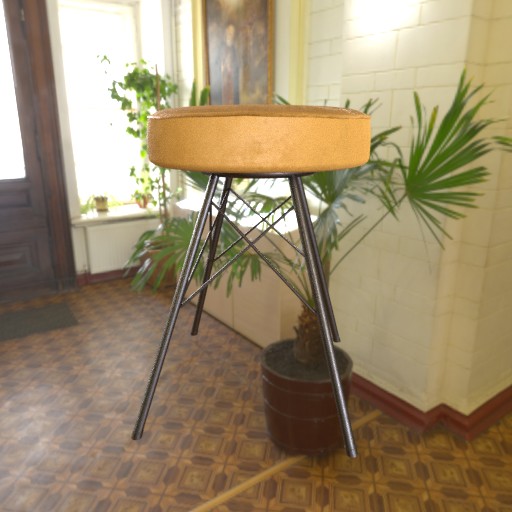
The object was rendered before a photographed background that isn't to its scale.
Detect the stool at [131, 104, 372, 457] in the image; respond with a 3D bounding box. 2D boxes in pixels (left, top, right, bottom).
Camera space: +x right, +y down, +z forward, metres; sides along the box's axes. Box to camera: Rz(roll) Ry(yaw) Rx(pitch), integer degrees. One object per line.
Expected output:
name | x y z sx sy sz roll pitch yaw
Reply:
stool | 0.000 0.000 0.937 0.438 0.595 0.472 2 16 8
